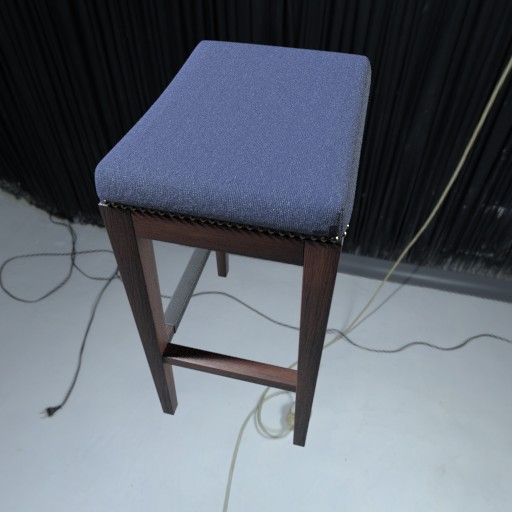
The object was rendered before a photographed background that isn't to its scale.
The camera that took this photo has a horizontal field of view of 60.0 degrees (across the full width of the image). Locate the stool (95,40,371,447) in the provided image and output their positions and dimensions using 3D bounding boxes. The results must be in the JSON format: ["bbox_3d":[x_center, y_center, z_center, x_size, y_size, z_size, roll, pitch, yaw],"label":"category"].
[{"bbox_3d":[0.000,0.000,0.987,0.358,0.740,0.498,10,47,9],"label":"stool"}]
